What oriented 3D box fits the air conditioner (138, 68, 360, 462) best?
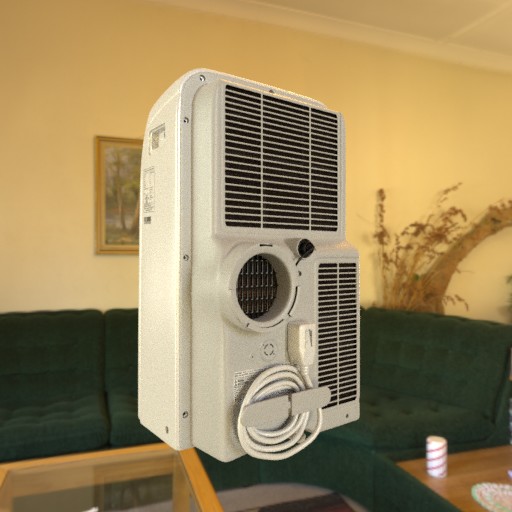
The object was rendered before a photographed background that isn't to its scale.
[{"bbox_3d":[0.000,0.000,1.030,0.449,0.786,0.414,0,0,-36],"label":"air conditioner"}]
